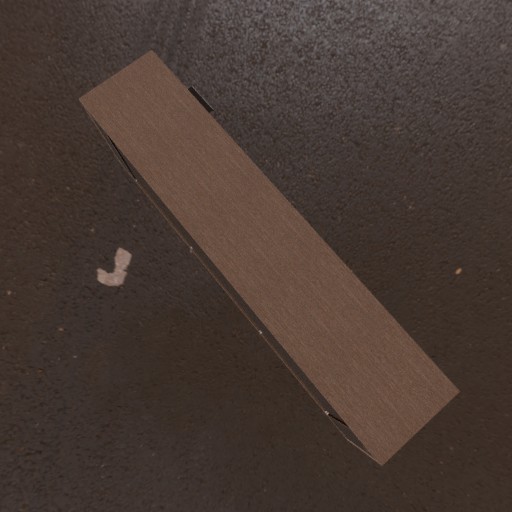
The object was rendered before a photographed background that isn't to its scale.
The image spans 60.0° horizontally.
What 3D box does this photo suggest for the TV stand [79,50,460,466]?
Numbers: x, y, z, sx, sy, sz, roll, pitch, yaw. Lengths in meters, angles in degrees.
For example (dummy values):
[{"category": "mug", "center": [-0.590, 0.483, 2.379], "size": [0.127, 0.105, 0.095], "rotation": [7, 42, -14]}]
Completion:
[{"category": "TV stand", "center": [0.000, 0.000, 2.062], "size": [0.405, 0.787, 1.804], "rotation": [-39, 79, -9]}]
